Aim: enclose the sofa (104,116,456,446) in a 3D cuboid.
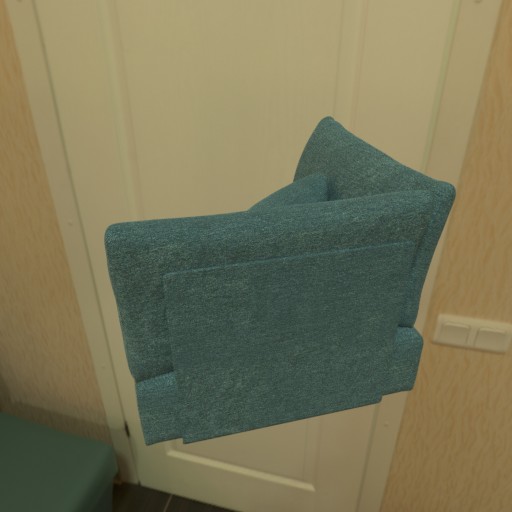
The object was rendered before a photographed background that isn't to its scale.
[{"bbox_3d":[0.000,0.000,1.727,1.000,0.820,1.000,-7,31,-12],"label":"sofa"}]
